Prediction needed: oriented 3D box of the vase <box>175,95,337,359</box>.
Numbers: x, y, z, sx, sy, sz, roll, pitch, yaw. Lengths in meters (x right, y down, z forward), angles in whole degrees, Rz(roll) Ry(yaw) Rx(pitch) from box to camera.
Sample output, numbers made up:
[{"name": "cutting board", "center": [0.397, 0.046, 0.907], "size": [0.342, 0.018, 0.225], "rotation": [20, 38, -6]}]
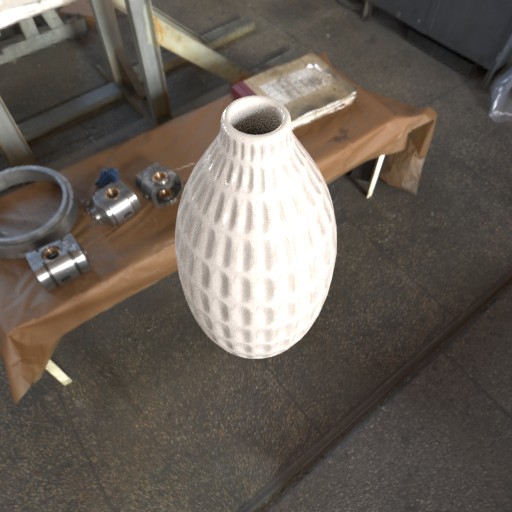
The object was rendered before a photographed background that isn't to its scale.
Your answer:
[{"name": "vase", "center": [0.000, 0.000, 0.361], "size": [0.127, 0.282, 0.127], "rotation": [0, 57, 0]}]
